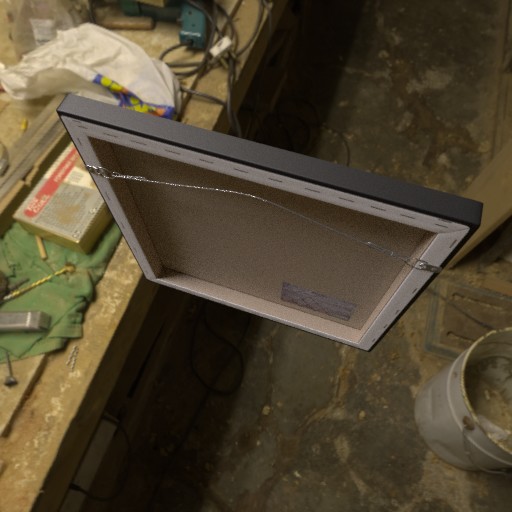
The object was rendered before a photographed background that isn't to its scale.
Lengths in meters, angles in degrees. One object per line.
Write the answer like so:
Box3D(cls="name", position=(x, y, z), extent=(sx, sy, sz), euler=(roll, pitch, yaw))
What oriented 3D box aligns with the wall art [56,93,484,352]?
Box3D(cls="wall art", position=(0.000, 0.000, 0.879), extent=(0.610, 0.611, 0.043), euler=(17, 64, 8))
